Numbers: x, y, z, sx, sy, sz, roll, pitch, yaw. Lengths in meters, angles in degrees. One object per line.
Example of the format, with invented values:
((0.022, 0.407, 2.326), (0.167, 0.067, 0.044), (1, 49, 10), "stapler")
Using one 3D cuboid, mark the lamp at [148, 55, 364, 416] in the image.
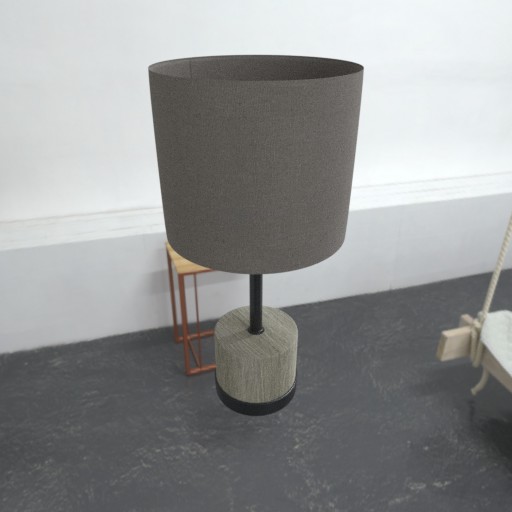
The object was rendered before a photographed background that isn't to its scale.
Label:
((0.000, 0.000, 0.591), (0.229, 0.470, 0.229), (-20, 35, -32), "lamp")
